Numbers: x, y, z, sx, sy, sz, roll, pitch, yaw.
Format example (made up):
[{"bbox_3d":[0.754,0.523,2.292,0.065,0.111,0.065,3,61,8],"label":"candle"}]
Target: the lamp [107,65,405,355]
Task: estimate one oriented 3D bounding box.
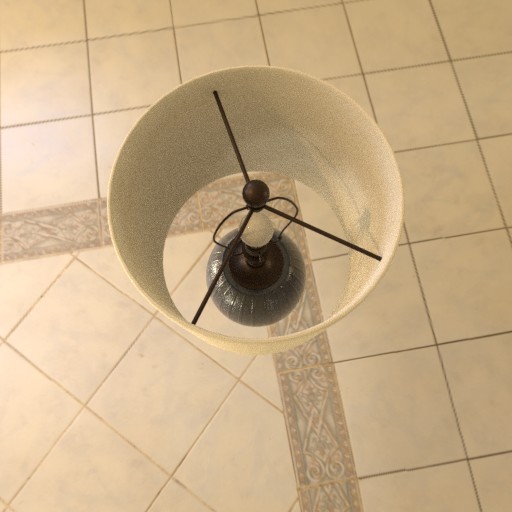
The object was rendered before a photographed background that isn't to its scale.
[{"bbox_3d":[0.000,0.000,0.750,0.329,0.570,0.329,-19,76,-5],"label":"lamp"}]
